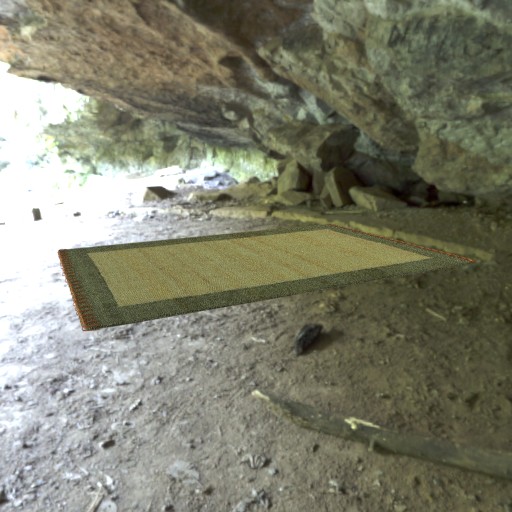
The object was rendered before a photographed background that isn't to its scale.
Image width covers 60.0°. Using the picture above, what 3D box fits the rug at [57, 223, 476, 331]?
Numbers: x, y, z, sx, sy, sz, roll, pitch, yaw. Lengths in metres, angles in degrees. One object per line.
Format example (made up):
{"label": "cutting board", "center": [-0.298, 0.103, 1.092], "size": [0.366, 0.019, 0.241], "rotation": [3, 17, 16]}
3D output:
{"label": "rug", "center": [0.000, 0.000, 2.293], "size": [1.838, 0.019, 1.220], "rotation": [-7, 16, -26]}
